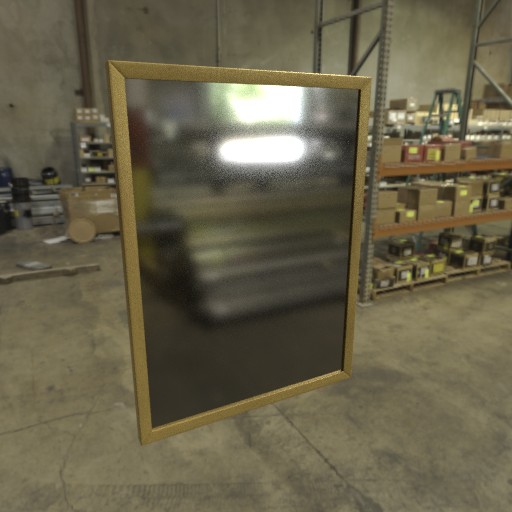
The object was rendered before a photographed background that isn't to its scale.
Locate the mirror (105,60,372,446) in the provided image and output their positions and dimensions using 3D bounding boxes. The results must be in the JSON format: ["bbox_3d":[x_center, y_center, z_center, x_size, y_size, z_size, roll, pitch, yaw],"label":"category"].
[{"bbox_3d":[0.000,0.000,1.310,0.762,1.016,0.040,-9,18,-27],"label":"mirror"}]
